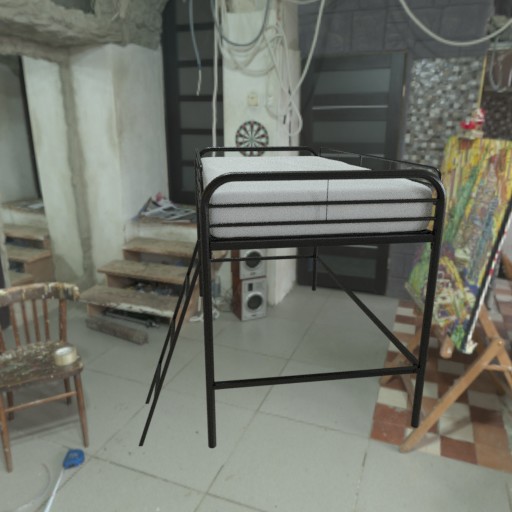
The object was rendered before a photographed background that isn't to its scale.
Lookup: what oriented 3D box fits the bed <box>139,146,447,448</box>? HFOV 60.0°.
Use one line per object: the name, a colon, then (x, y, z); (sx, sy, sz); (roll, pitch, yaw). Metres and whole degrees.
bed: (0.000, 0.000, 2.888); (1.393, 1.289, 1.968); (-2, 17, -8)
